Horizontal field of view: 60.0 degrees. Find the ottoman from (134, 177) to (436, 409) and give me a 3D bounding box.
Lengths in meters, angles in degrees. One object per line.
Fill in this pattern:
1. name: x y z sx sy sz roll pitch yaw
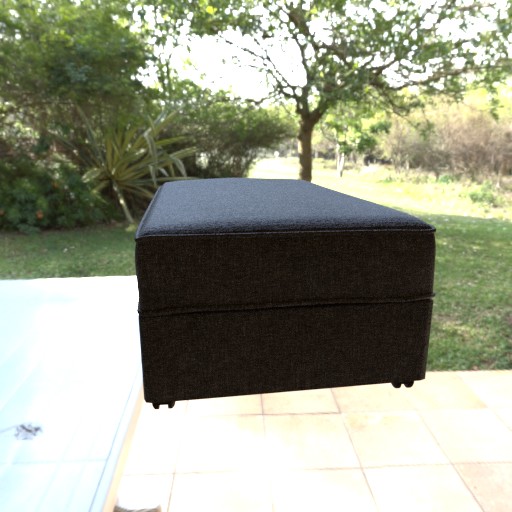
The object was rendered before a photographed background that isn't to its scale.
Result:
1. ottoman: 0.000 0.000 1.560 0.717 0.487 1.184 -2 15 -8
